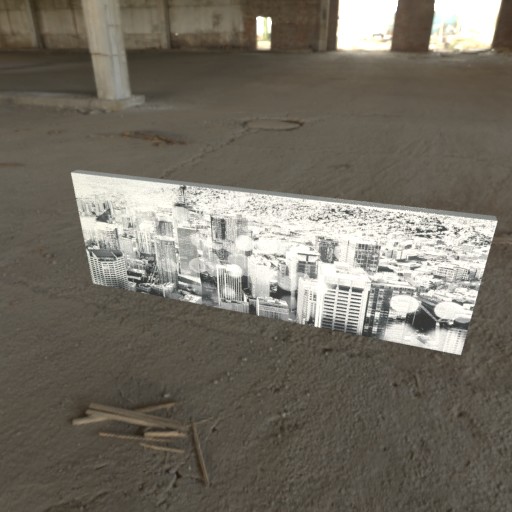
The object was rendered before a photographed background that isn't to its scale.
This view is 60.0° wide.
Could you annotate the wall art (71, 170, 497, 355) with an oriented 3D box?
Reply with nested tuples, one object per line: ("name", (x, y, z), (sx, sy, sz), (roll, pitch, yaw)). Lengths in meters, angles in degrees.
("wall art", (0.000, 0.000, 1.660), (1.520, 0.507, 0.044), (9, 29, 16))
